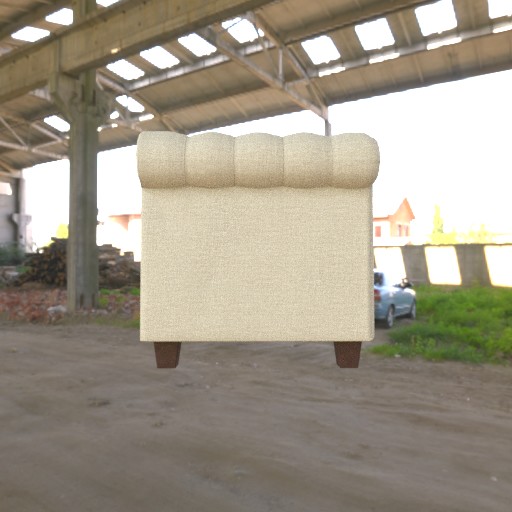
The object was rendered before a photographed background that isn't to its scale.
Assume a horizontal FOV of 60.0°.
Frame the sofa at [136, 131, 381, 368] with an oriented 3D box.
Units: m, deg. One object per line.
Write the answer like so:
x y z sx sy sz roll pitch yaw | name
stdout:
0.000 0.000 2.262 0.783 0.797 1.798 0 -2 -1 | sofa
